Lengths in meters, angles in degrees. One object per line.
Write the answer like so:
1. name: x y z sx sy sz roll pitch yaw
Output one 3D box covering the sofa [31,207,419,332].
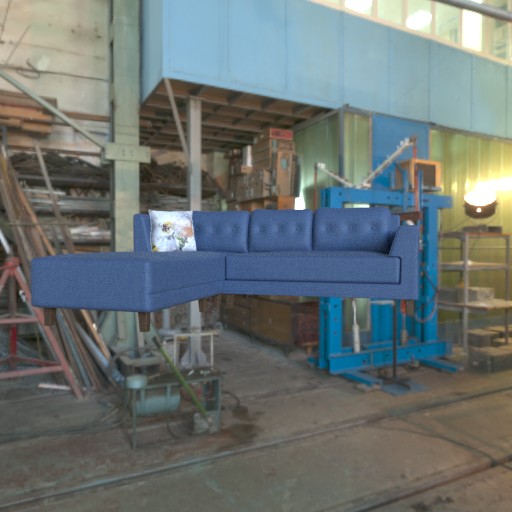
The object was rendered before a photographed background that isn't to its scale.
1. sofa: 0.000 0.000 3.043 2.120 0.787 1.829 0 1 17
